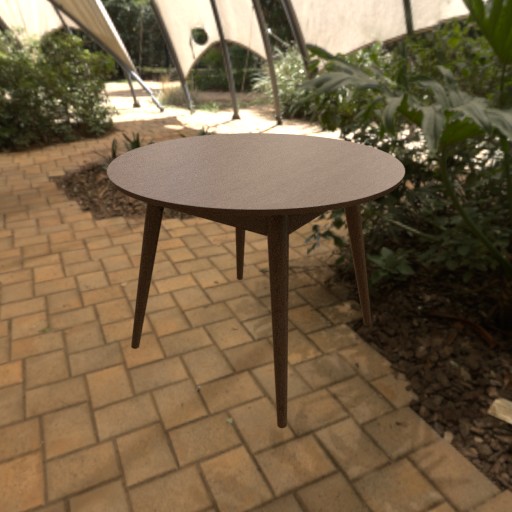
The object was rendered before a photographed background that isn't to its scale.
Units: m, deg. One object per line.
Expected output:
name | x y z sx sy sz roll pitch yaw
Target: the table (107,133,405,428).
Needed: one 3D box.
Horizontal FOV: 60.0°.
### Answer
table | 0.000 0.000 1.806 1.053 0.786 1.053 0 26 0
